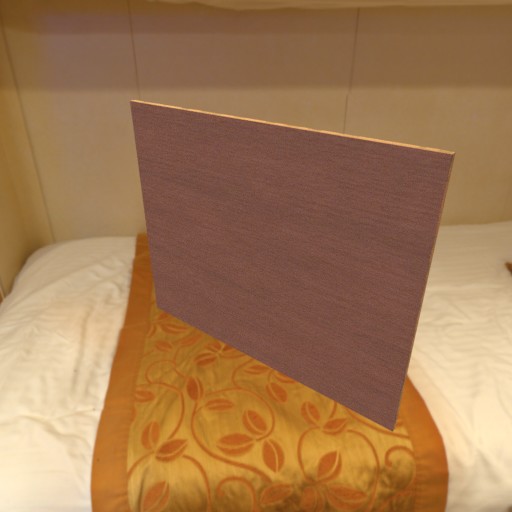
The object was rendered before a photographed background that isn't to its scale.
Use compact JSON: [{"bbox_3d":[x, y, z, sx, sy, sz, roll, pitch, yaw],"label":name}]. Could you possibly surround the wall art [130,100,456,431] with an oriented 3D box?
[{"bbox_3d":[0.000,0.000,0.684,0.508,0.408,0.010,20,35,32],"label":"wall art"}]
